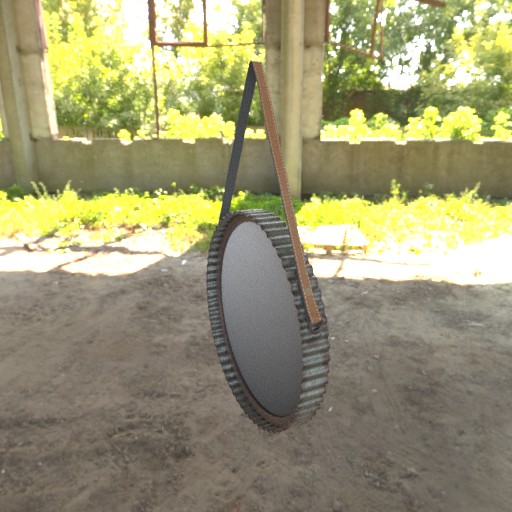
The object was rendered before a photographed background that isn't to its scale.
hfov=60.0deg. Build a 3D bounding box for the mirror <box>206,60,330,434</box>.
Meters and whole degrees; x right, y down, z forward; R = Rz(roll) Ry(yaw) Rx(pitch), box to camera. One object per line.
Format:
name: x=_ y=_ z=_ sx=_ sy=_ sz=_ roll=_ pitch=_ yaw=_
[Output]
mirror: x=0.000 y=0.000 z=0.698 sx=0.042 sy=0.568 sz=0.355 roll=-8 pitch=18 yaw=-26
